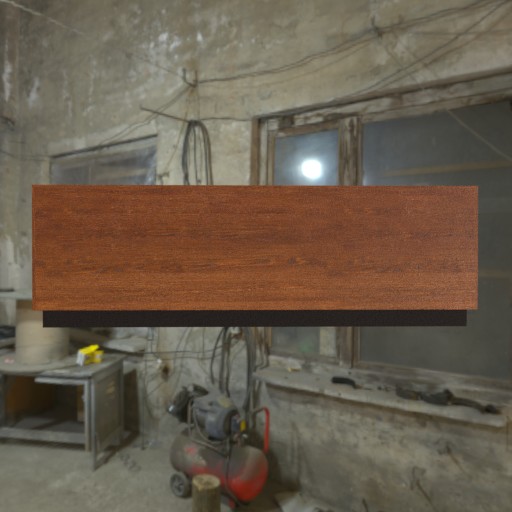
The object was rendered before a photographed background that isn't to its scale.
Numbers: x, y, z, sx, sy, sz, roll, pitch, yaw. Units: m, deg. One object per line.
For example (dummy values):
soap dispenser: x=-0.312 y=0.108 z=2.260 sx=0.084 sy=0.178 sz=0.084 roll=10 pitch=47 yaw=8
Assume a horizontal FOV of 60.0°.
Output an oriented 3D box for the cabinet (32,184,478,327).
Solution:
cabinet: x=0.000 y=0.000 z=1.800 sx=1.600 sy=0.510 sz=0.419 roll=0 pitch=0 yaw=-1
